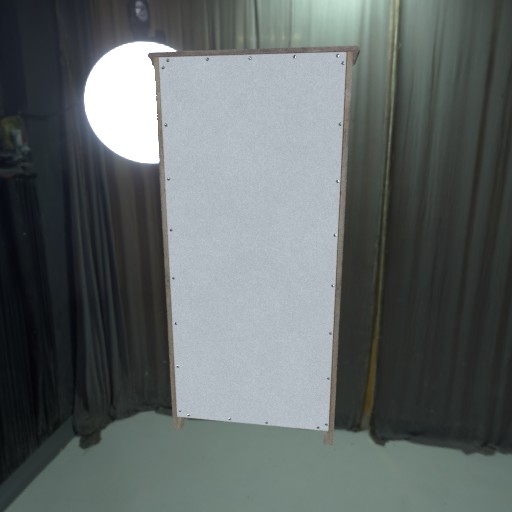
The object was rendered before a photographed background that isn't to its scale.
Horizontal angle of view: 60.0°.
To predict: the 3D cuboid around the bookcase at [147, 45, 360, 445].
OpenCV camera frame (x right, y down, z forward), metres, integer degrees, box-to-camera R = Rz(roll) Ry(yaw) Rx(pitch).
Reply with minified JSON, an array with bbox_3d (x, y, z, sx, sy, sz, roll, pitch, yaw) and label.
[{"bbox_3d":[0.000,0.000,2.257,0.906,1.880,0.348,2,15,9],"label":"bookcase"}]
